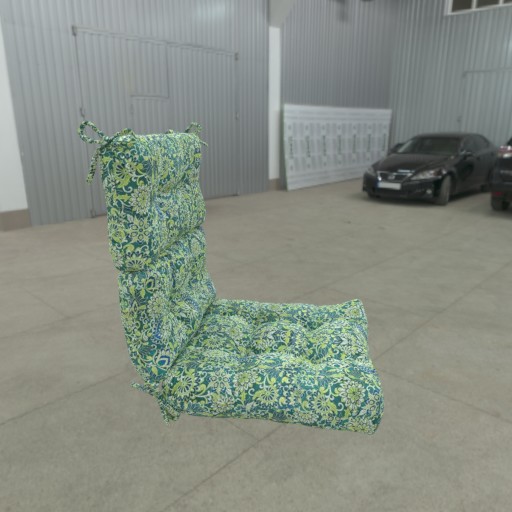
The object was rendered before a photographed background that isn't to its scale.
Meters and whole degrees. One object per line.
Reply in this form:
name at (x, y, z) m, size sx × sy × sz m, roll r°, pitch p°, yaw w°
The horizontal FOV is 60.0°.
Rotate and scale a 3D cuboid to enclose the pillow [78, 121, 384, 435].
pillow at (0.000, 0.000, 1.036) m, size 0.571 × 0.605 × 0.519 m, roll 2°, pitch 16°, yaw 8°
